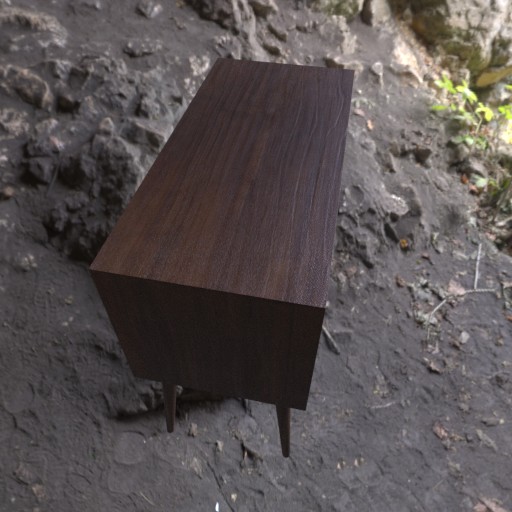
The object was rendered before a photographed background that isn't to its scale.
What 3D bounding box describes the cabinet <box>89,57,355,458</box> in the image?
[{"bbox_3d":[0.000,0.000,1.121,0.354,0.654,0.743,9,48,8],"label":"cabinet"}]
